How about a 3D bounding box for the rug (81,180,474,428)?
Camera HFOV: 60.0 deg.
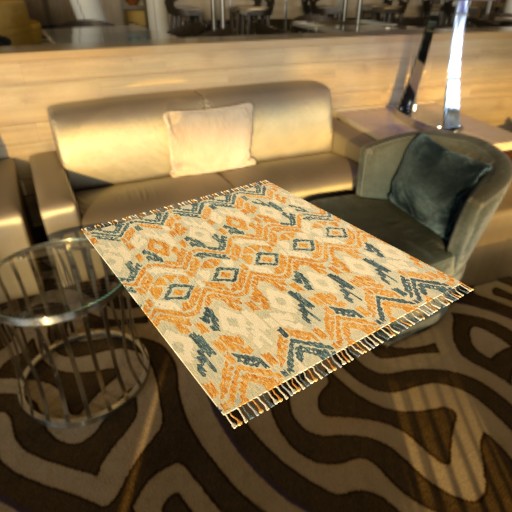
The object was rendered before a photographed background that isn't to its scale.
[{"bbox_3d":[0.000,0.000,4.258,2.439,0.010,3.048,-20,37,-29],"label":"rug"}]
